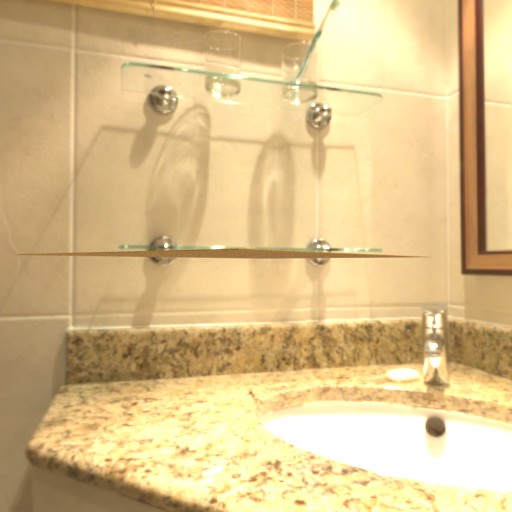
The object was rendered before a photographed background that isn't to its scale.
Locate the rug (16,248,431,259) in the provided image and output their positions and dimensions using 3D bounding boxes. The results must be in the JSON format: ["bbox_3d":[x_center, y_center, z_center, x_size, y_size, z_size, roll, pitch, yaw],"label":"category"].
[{"bbox_3d":[0.000,0.000,3.638,1.981,0.006,2.895,-1,-1,37],"label":"rug"}]
